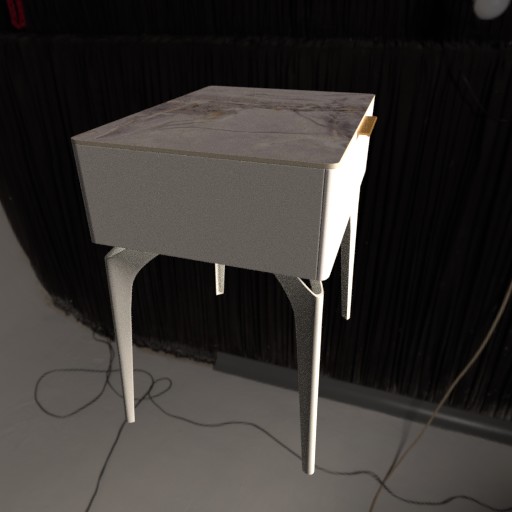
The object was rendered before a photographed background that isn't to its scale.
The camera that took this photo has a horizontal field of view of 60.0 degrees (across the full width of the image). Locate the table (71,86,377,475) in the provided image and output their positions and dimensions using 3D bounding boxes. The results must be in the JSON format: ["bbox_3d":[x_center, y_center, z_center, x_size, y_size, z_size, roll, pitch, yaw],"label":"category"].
[{"bbox_3d":[0.000,0.000,0.906,0.400,0.570,0.500,9,31,16],"label":"table"}]
